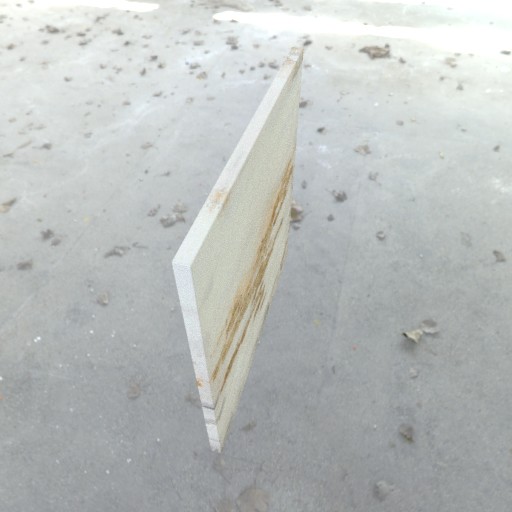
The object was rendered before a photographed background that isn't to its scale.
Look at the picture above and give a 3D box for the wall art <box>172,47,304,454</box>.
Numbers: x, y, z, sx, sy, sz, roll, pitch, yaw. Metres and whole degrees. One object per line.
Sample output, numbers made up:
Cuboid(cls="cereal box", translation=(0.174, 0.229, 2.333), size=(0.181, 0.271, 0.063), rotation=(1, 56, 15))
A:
Cuboid(cls="wall art", translation=(0.000, 0.000, 1.539), size=(0.040, 1.018, 1.015), rotation=(12, 49, 11))
